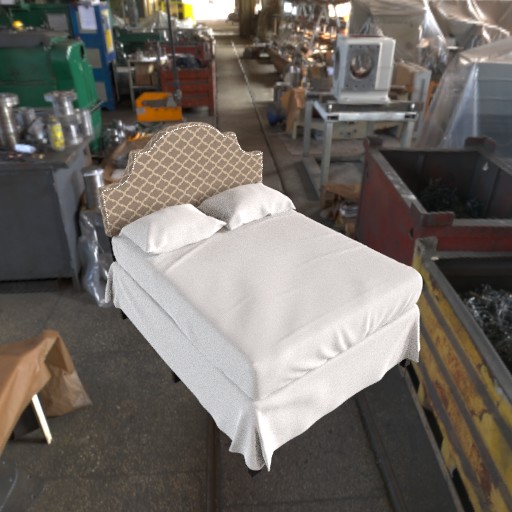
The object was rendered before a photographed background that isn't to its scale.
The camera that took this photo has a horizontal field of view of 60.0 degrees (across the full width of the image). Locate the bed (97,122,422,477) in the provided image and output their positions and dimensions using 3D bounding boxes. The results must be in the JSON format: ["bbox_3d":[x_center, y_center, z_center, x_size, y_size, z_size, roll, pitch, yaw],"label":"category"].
[{"bbox_3d":[0.000,0.000,3.383,1.780,1.633,2.222,-21,37,-32],"label":"bed"}]
